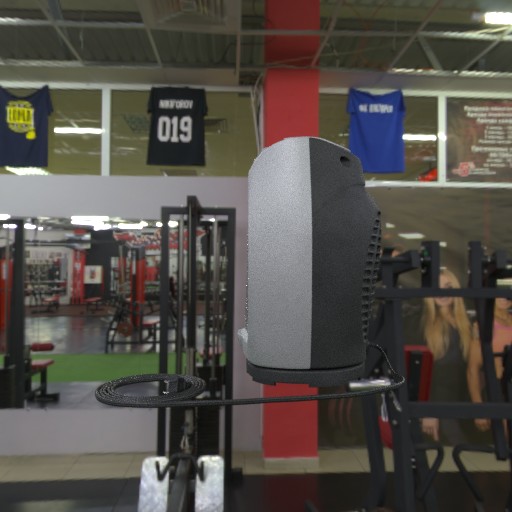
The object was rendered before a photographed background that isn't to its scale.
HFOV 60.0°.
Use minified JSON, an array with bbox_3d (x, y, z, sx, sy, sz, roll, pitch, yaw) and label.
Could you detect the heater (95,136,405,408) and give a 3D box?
[{"bbox_3d":[0.000,0.000,0.479,0.291,0.255,0.239,0,-1,-1],"label":"heater"}]
